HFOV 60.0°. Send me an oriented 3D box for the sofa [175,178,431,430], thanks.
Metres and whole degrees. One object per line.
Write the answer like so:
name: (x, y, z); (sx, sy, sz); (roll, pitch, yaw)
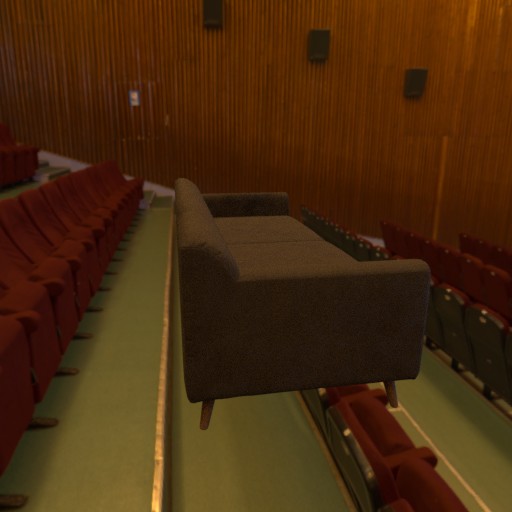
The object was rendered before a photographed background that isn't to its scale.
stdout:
sofa: (0.000, 0.000, 2.594); (0.900, 0.740, 2.190); (-3, 15, -10)
